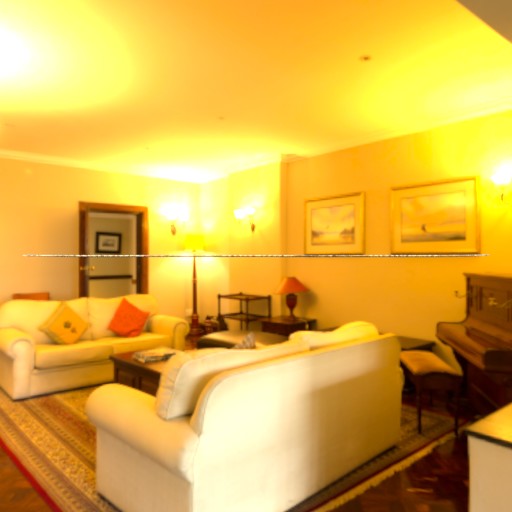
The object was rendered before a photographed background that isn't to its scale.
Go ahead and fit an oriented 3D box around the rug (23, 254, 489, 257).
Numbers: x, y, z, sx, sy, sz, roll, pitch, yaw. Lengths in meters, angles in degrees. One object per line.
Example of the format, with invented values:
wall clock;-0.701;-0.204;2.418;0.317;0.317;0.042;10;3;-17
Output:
rug;0.000;0.000;2.696;2.443;0.009;0.771;0;0;0
